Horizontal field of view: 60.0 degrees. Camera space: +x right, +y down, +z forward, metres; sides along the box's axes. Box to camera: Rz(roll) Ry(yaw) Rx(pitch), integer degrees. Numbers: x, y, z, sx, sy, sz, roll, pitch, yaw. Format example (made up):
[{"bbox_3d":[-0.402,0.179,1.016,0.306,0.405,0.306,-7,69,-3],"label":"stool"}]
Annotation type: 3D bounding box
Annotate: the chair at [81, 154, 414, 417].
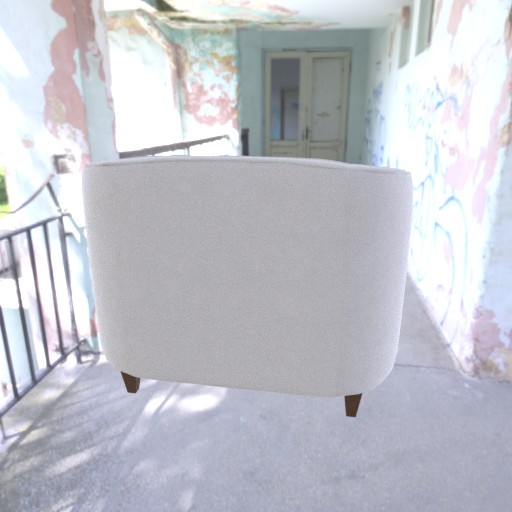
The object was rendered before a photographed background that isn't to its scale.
[{"bbox_3d":[0.000,0.000,1.757,1.104,0.852,0.941,3,18,9],"label":"chair"}]
